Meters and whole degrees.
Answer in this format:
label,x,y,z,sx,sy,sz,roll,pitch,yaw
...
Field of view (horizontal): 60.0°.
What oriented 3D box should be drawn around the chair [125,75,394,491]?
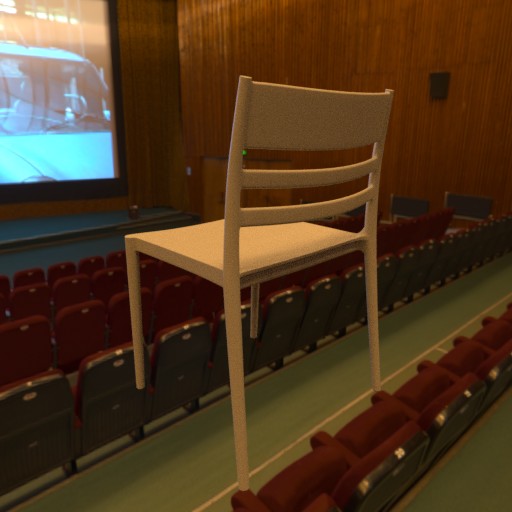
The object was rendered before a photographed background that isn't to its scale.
label,x,y,z,sx,sy,sz,roll,pitch,yaw
chair,0.000,0.000,1.131,0.531,0.800,0.511,-16,23,-41
